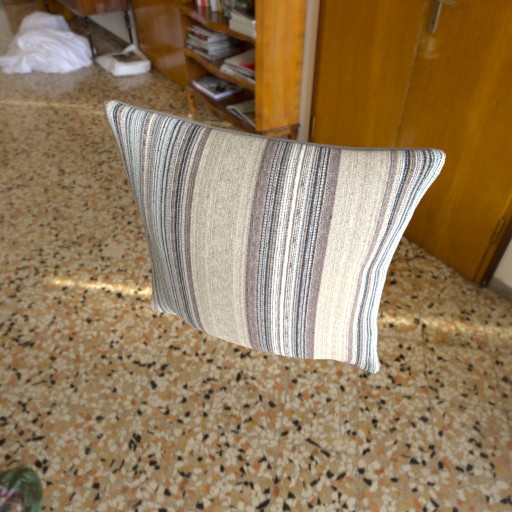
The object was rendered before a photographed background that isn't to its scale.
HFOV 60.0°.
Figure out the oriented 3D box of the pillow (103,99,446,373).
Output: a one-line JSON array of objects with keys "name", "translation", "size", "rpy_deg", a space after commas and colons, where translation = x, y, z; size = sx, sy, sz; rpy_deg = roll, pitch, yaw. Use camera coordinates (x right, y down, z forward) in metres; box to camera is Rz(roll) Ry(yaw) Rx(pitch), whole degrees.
[{"name": "pillow", "translation": [0.000, 0.000, 0.661], "size": [0.435, 0.416, 0.189], "rpy_deg": [13, 44, 14]}]
